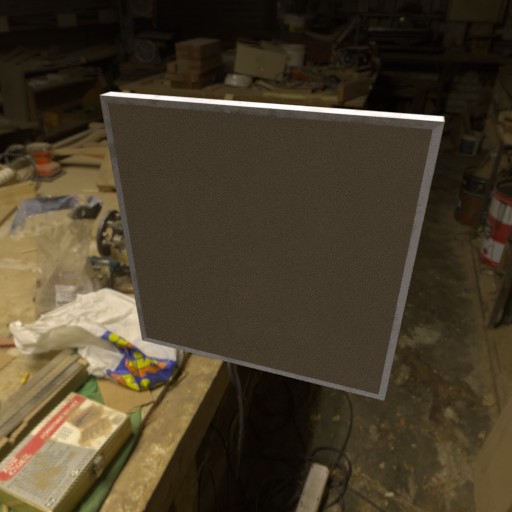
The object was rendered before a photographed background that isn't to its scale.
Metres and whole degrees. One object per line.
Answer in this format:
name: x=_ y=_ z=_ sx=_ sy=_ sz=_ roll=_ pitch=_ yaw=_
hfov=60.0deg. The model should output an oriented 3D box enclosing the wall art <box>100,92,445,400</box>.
wall art: x=0.000 y=0.000 z=0.766 sx=0.508 sy=0.506 sz=0.029 roll=10 pitch=32 yaw=16
